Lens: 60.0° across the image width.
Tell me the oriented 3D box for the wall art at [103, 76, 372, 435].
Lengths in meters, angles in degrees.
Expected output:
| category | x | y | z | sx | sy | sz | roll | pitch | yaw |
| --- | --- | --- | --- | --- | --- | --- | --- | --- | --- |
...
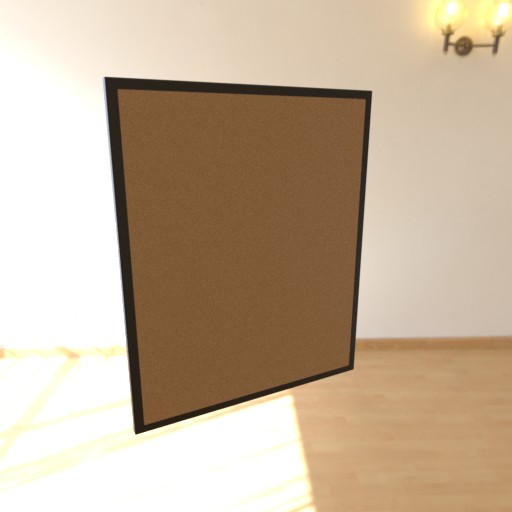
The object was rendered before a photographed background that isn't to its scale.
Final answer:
| category | x | y | z | sx | sy | sz | roll | pitch | yaw |
| --- | --- | --- | --- | --- | --- | --- | --- | --- | --- |
| wall art | 0.000 | 0.000 | 0.805 | 0.481 | 0.582 | 0.018 | -8 | 18 | -26 |
